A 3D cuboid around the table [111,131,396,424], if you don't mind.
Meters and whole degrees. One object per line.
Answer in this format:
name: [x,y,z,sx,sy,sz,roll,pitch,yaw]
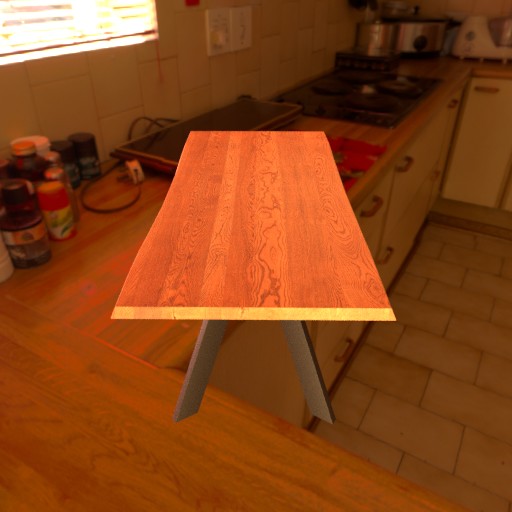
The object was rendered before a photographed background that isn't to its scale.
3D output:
table: [0.000,0.000,2.331,0.900,0.770,1.800,0,33,0]
